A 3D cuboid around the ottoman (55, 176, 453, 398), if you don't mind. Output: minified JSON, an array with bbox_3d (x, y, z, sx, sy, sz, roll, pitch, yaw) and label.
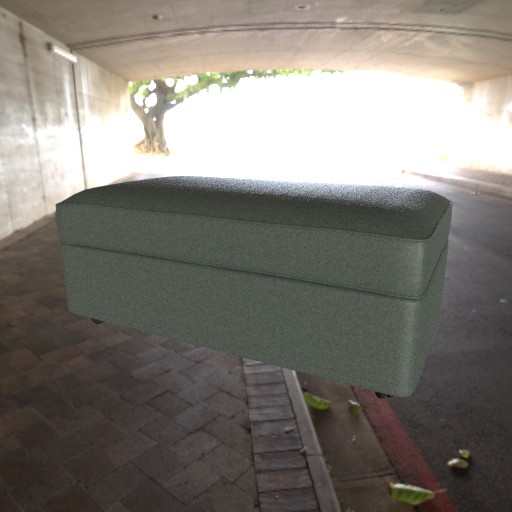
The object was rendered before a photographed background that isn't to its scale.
[{"bbox_3d":[0.000,0.000,1.525,1.173,0.494,0.681,8,17,26],"label":"ottoman"}]
